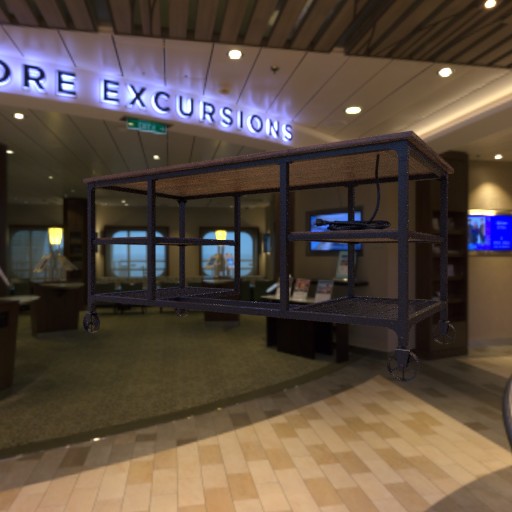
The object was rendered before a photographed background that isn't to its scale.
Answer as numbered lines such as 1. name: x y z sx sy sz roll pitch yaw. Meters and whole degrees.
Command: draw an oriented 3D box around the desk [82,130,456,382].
1. desk: 0.000 0.000 2.031 1.590 0.751 0.711 0 0 33
